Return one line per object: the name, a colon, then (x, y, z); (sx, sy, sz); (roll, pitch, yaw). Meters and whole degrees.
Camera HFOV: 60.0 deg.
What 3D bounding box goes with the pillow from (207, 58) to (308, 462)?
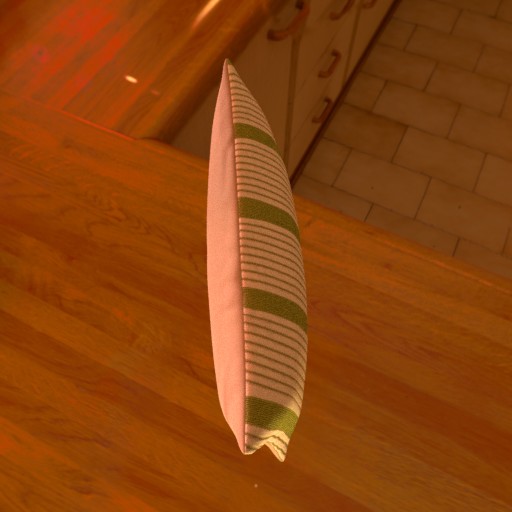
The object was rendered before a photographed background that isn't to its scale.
pillow: (0.000, 0.000, 0.727); (0.156, 0.292, 0.608); (-3, 63, -2)
